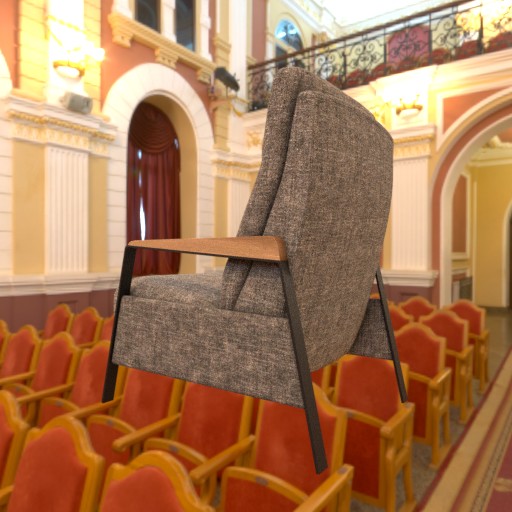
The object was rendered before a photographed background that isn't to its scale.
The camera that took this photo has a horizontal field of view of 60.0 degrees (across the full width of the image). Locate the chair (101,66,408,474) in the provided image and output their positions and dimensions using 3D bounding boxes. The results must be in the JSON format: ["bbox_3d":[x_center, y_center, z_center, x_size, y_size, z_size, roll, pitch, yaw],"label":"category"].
[{"bbox_3d":[0.000,0.000,1.582,0.868,1.042,0.671,0,0,36],"label":"chair"}]
